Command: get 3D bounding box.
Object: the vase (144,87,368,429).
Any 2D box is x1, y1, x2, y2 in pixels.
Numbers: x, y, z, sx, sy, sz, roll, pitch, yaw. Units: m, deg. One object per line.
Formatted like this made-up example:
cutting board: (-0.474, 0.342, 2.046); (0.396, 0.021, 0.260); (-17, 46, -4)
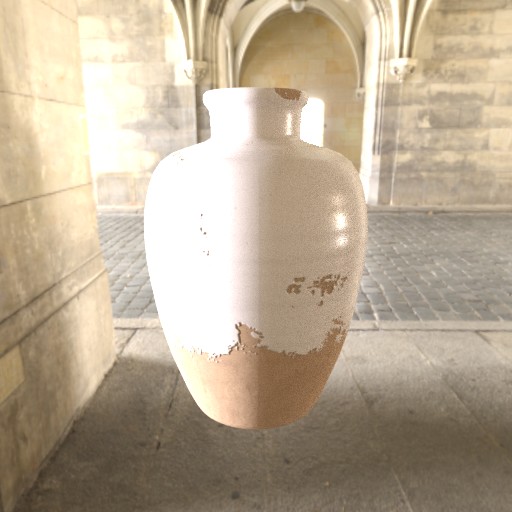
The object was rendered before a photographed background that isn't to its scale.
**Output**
vase: (0.000, 0.000, 0.328); (0.158, 0.228, 0.158); (0, 15, 0)
